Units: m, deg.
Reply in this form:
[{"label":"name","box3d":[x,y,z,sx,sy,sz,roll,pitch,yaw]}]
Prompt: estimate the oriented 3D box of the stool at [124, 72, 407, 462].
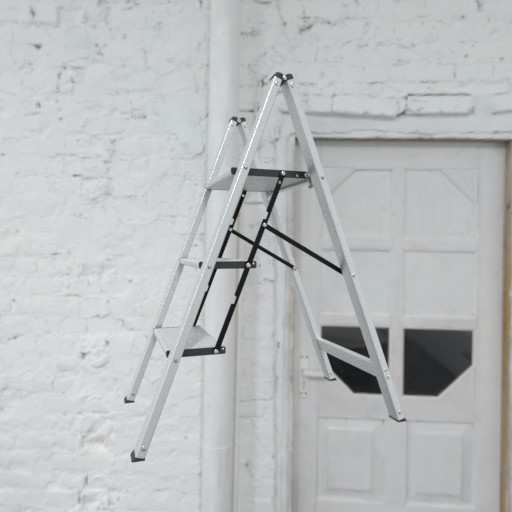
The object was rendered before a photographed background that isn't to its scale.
[{"label":"stool","box3d":[0.000,0.000,1.295,0.730,0.902,0.441,0,1,-19]}]
